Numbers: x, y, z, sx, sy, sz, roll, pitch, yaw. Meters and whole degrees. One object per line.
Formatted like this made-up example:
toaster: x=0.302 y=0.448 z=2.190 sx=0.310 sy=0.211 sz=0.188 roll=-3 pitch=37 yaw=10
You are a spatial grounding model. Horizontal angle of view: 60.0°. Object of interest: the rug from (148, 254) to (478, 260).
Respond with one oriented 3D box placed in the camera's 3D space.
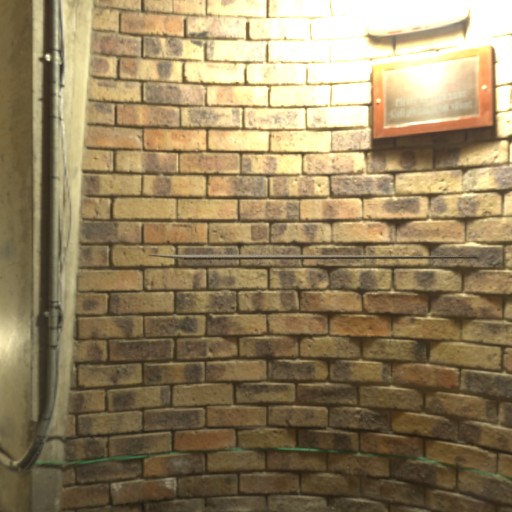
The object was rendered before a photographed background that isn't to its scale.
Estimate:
rug: x=0.000 y=0.000 z=3.584 sx=1.546 sy=0.011 sz=3.048 roll=0 pitch=0 yaw=-16
